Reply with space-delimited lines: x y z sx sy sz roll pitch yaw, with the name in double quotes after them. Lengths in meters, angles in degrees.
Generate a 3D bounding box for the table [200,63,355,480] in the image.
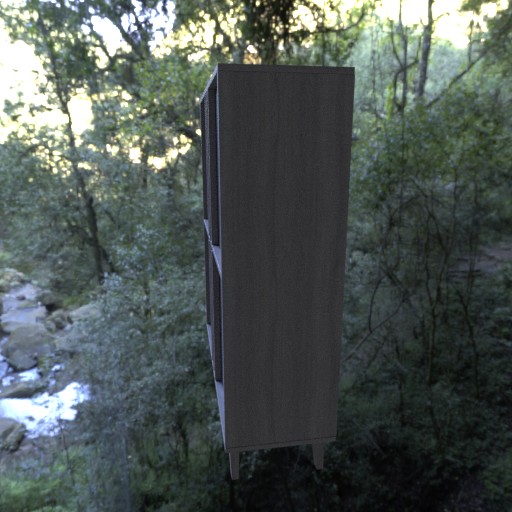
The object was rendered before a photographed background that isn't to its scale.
0.000 0.000 1.947 0.398 1.388 1.111 -2 15 -9 "table"
